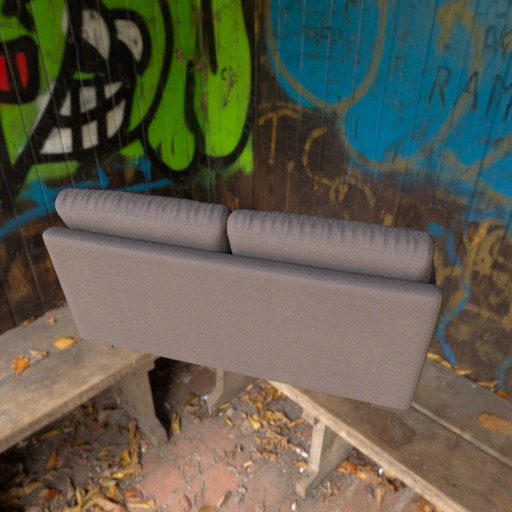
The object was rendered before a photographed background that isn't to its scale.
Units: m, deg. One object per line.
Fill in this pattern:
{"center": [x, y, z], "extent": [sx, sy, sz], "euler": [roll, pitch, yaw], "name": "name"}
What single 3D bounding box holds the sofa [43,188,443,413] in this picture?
{"center": [0.000, 0.000, 2.501], "extent": [1.880, 0.940, 1.143], "euler": [9, 32, 14], "name": "sofa"}
